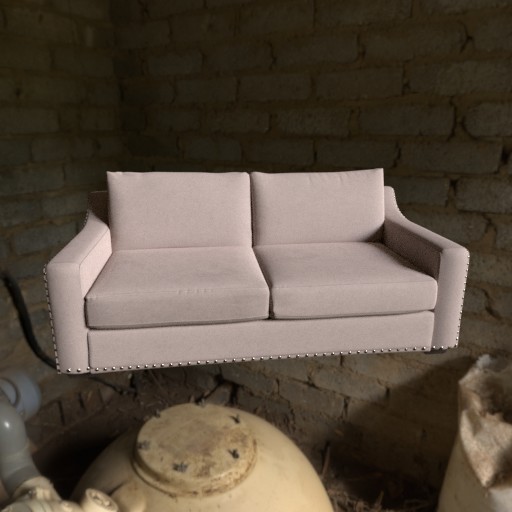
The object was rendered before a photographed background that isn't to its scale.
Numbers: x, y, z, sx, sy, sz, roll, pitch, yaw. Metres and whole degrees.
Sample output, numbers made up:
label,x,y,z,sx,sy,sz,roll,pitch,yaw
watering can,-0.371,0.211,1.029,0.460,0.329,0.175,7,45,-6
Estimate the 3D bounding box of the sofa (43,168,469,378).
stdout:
label,x,y,z,sx,sy,sz,roll,pitch,yaw
sofa,0.000,0.000,2.494,1.967,0.901,1.030,-2,17,-7
